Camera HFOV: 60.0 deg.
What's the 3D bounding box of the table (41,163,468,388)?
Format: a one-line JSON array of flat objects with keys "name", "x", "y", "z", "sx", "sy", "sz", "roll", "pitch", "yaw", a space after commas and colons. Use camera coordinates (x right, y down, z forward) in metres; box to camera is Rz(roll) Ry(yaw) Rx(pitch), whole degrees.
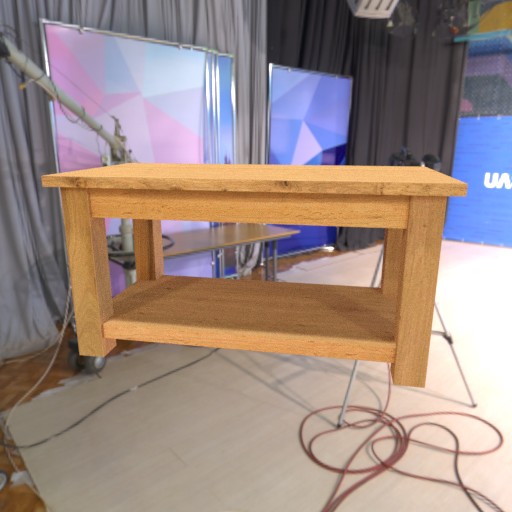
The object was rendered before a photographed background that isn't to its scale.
[{"name": "table", "x": 0.000, "y": 0.000, "z": 1.191, "sx": 0.899, "sy": 0.452, "sz": 0.450, "roll": 3, "pitch": 16, "yaw": 10}]
